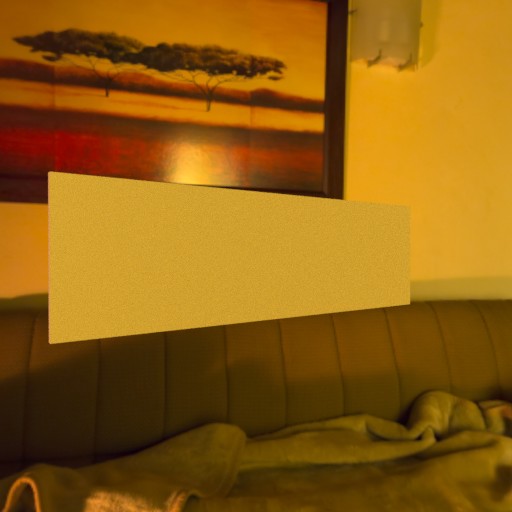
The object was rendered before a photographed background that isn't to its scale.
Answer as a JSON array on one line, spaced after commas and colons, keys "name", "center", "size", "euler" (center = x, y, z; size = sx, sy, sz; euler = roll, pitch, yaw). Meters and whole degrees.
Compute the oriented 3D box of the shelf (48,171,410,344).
[{"name": "shelf", "center": [0.000, 0.000, 1.146], "size": [1.020, 0.300, 0.200], "euler": [0, 1, -35]}]
